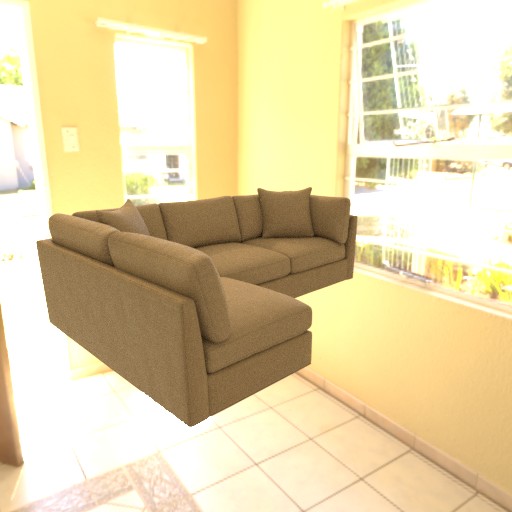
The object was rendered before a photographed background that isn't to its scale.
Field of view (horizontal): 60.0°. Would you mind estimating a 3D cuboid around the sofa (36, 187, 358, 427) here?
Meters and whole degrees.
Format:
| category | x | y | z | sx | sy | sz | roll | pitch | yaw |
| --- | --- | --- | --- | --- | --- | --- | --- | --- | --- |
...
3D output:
| category | x | y | z | sx | sy | sz | roll | pitch | yaw |
| --- | --- | --- | --- | --- | --- | --- | --- | --- | --- |
| sofa | 0.000 | 0.000 | 3.795 | 2.896 | 0.978 | 1.994 | -13 | 19 | -43 |
